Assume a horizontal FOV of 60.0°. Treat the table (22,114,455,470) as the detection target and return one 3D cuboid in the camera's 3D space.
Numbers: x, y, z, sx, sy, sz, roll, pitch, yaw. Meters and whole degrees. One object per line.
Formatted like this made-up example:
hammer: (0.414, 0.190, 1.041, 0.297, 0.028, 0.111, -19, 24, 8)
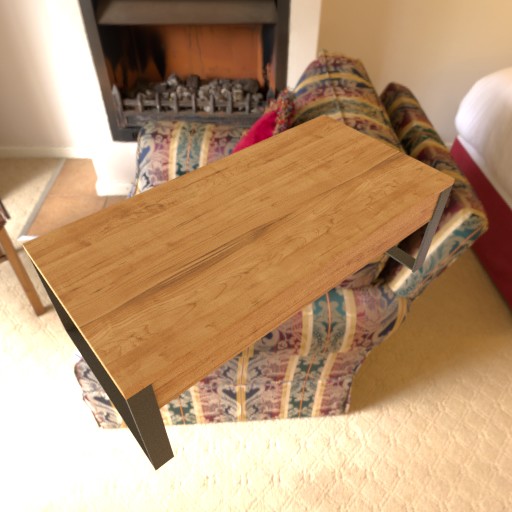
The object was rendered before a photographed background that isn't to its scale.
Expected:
table: (0.000, 0.000, 1.458, 1.180, 0.400, 0.590, -30, 52, -27)
